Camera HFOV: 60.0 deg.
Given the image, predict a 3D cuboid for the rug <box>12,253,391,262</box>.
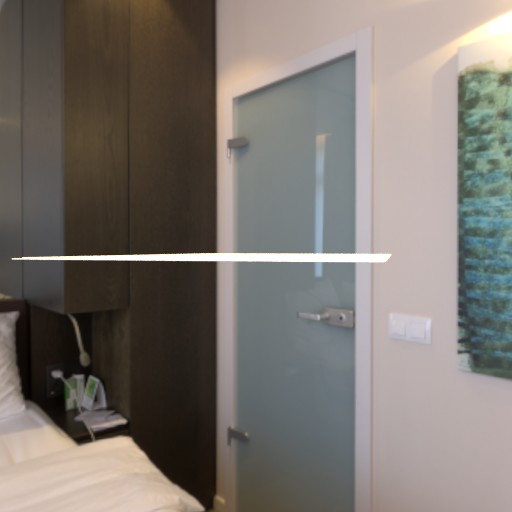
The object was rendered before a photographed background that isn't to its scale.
[{"bbox_3d":[0.000,0.000,1.987,1.146,0.006,1.556,0,1,18],"label":"rug"}]
